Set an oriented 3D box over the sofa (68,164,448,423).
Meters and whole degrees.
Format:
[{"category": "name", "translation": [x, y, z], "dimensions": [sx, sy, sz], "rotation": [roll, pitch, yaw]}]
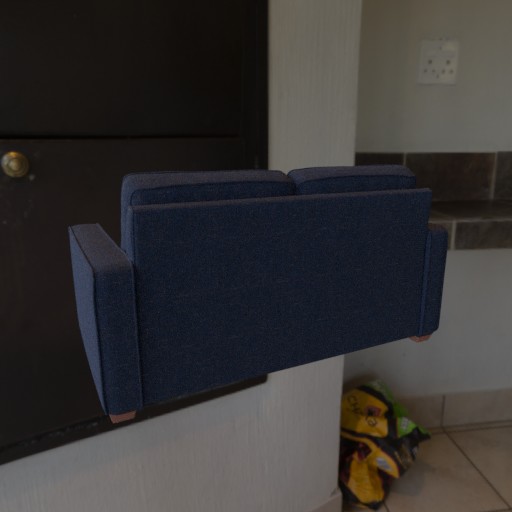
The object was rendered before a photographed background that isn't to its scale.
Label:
[{"category": "sofa", "translation": [0.000, 0.000, 2.264], "dimensions": [1.709, 0.918, 0.947], "rotation": [-7, 16, -26]}]
